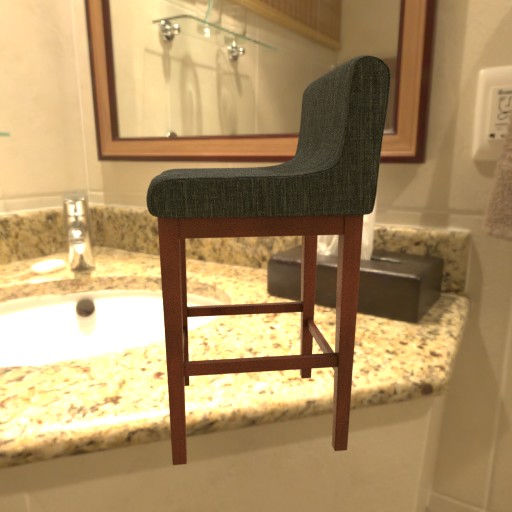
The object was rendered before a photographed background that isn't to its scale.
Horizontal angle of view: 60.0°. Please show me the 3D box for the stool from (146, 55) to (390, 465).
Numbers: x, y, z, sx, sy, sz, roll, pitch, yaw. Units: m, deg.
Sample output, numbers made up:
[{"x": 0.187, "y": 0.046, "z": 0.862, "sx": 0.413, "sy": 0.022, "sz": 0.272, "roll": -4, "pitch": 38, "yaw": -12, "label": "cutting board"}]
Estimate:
[{"x": 0.000, "y": 0.000, "z": 1.055, "sx": 0.459, "sy": 0.835, "sz": 0.395, "roll": -2, "pitch": 14, "yaw": -7, "label": "stool"}]
